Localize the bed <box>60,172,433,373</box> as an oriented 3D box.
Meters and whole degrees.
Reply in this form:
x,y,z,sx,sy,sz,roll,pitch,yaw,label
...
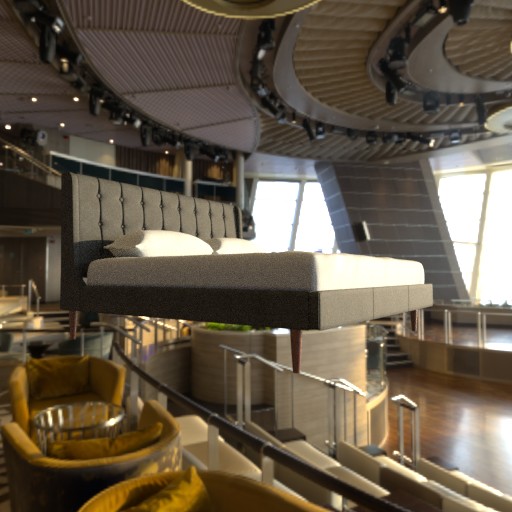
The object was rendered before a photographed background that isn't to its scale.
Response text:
x,y,z,sx,sy,sz,roll,pitch,yaw,label
0.000,0.000,2.640,1.638,0.933,1.531,-2,-3,36,bed
